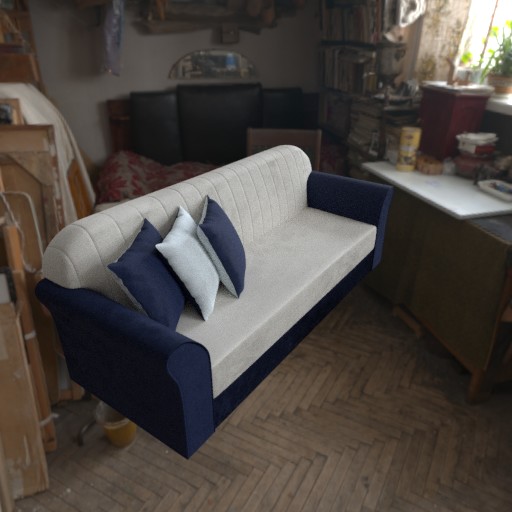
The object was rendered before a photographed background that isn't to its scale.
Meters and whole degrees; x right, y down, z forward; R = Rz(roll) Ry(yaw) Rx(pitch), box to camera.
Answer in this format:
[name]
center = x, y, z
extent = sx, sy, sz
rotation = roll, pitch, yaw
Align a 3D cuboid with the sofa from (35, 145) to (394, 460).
[sofa]
center = 0.000, 0.000, 2.374
extent = 0.749, 0.789, 2.006
rotation = 18, 33, 31
